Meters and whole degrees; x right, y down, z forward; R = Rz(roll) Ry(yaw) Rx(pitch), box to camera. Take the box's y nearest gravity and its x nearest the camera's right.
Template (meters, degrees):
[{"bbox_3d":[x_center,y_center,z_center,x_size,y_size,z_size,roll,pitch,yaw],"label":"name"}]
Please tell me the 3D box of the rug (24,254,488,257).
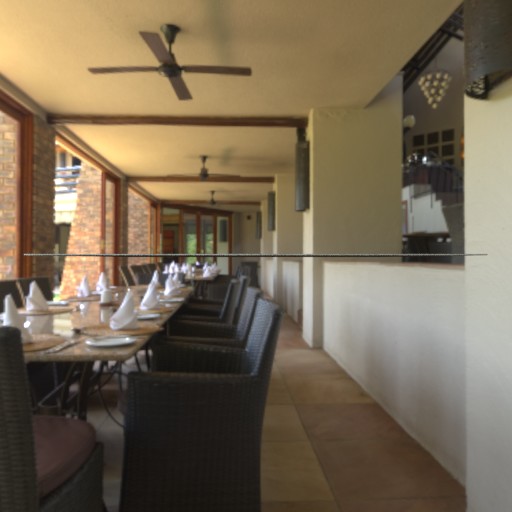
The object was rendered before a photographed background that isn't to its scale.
[{"bbox_3d":[0.000,0.000,4.103,3.036,0.008,2.440,0,0,0],"label":"rug"}]
